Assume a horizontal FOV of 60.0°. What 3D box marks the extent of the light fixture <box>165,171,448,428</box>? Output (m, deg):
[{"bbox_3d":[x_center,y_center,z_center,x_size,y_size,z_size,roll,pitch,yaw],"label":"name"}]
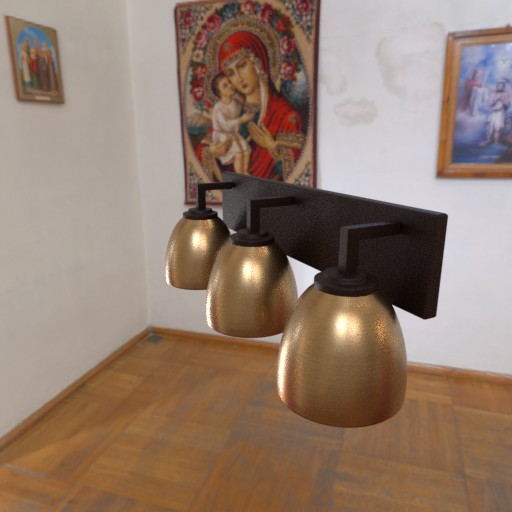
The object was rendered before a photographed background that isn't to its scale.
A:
[{"bbox_3d":[0.000,0.000,0.668,0.157,0.204,0.582,-8,18,-26],"label":"light fixture"}]
